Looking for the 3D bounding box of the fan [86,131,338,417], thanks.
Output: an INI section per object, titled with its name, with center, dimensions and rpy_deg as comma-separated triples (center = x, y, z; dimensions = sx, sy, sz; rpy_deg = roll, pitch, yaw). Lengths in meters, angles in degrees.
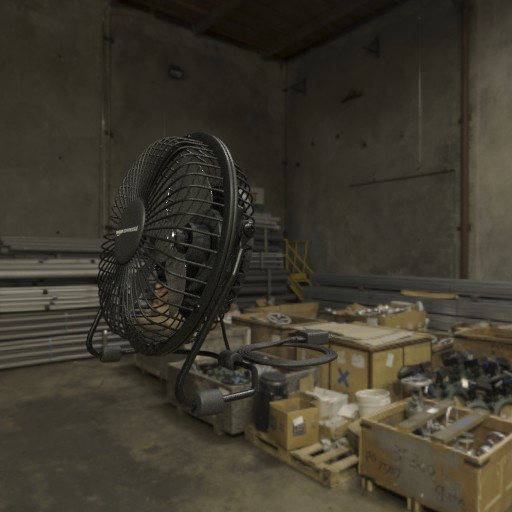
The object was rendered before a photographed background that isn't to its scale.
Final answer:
[fan]
center = 0.000, 0.000, 0.311
dimensions = 0.202, 0.152, 0.153
rpy_deg = 0, 0, -37
